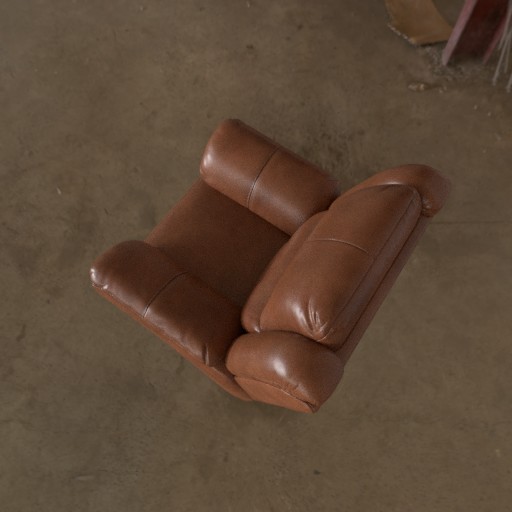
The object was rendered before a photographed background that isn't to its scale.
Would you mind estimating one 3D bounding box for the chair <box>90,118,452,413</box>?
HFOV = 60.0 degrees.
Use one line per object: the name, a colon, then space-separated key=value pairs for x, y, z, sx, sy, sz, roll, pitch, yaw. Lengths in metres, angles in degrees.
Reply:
chair: x=0.000 y=0.000 z=1.864 sx=1.041 sy=1.093 sz=0.990 roll=32 pitch=69 yaw=14
